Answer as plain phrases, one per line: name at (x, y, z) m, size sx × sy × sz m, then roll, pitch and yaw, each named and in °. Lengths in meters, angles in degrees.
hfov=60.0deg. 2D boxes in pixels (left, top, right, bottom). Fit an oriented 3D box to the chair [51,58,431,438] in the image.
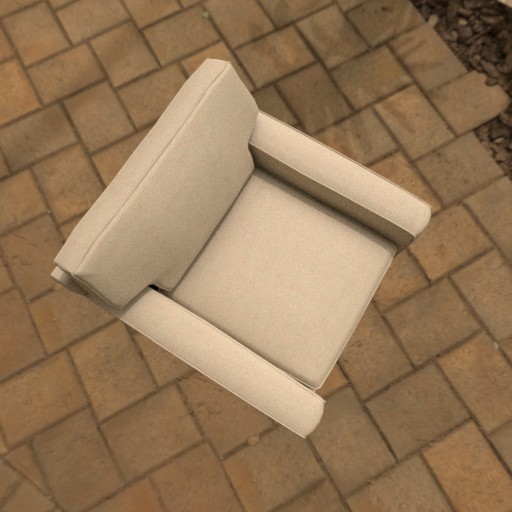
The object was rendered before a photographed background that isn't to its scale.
chair at (0.000, 0.000, 1.808) m, size 1.043 × 0.913 × 0.998 m, roll 31°, pitch 77°, yaw 8°
